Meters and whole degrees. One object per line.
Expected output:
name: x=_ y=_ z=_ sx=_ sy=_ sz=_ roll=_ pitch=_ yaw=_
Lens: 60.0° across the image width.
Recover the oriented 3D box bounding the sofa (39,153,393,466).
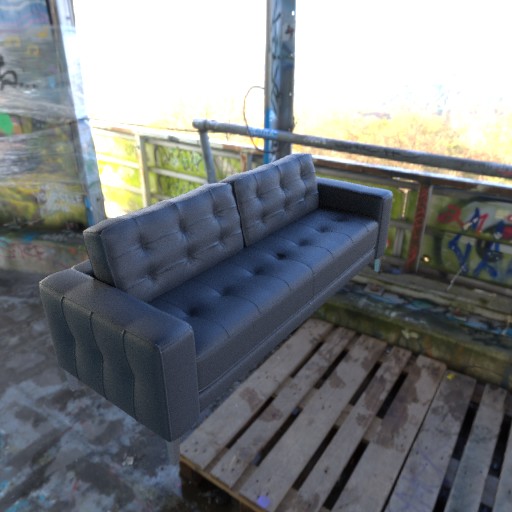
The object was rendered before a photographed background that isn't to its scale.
sofa: x=0.000 y=0.000 z=2.676 sx=0.833 sy=0.893 sz=2.275 roll=18 pitch=32 yaw=32
